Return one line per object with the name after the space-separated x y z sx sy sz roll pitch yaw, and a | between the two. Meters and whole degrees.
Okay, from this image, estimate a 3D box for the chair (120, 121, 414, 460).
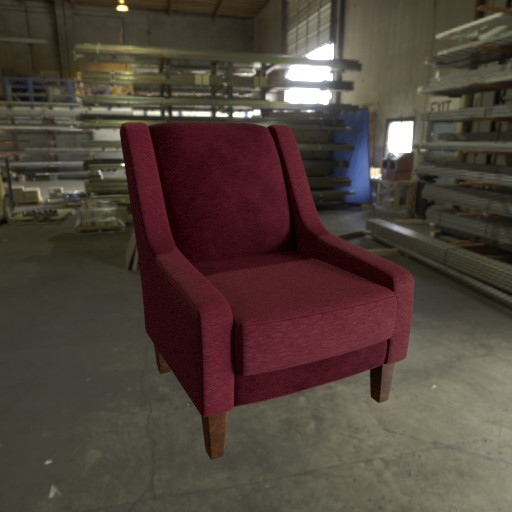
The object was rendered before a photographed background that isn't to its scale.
0.000 0.000 1.711 0.793 1.017 0.985 -7 16 -26 | chair
